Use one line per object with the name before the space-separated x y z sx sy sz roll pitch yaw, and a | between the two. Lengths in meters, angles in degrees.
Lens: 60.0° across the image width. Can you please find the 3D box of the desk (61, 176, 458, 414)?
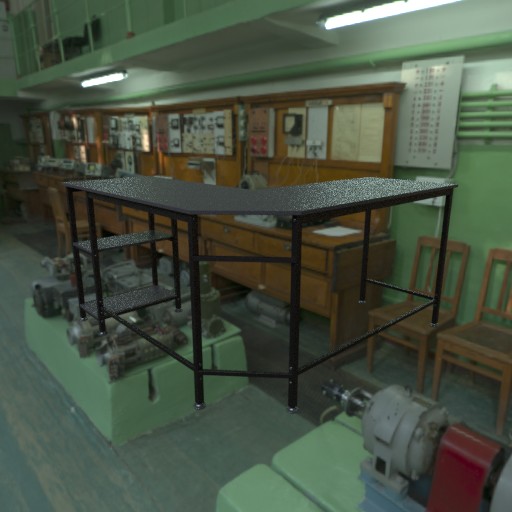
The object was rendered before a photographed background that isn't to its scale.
desk | 0.000 0.000 2.272 1.379 0.739 1.379 -14 21 -41
